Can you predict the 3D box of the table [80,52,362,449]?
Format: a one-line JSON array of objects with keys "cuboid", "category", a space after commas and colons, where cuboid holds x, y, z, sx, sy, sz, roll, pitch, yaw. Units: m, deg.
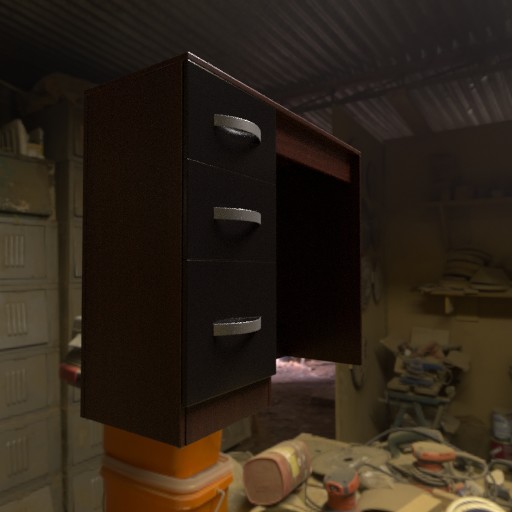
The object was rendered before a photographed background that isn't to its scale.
[{"cuboid": [0.000, 0.000, 1.344, 0.380, 0.790, 0.930, -1, -2, 34], "category": "table"}]
